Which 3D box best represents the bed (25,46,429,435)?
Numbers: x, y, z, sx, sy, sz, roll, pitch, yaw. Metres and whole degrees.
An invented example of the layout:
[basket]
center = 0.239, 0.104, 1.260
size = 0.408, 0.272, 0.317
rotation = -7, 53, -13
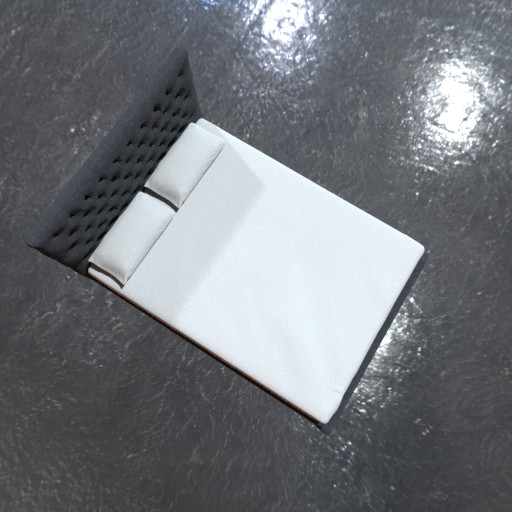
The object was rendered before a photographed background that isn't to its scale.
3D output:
[bed]
center = 0.000, 0.000, 3.420
size = 2.387, 1.427, 1.698
rotation = 32, 78, 7
